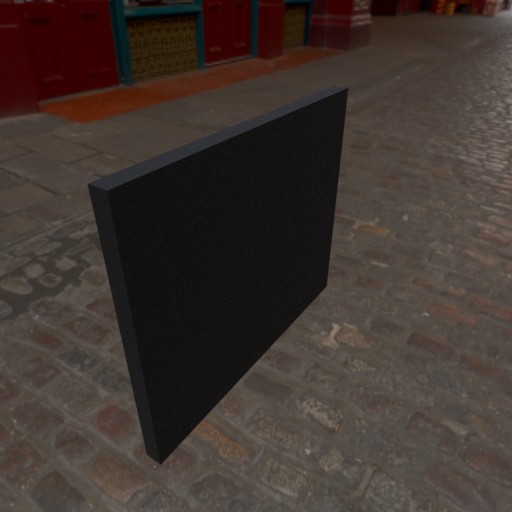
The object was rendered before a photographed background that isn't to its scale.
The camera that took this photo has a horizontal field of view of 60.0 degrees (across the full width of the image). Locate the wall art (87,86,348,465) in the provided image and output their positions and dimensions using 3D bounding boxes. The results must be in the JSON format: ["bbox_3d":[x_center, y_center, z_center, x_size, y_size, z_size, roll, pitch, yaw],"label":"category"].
[{"bbox_3d":[0.000,0.000,0.758,0.031,0.457,0.558,20,38,29],"label":"wall art"}]
